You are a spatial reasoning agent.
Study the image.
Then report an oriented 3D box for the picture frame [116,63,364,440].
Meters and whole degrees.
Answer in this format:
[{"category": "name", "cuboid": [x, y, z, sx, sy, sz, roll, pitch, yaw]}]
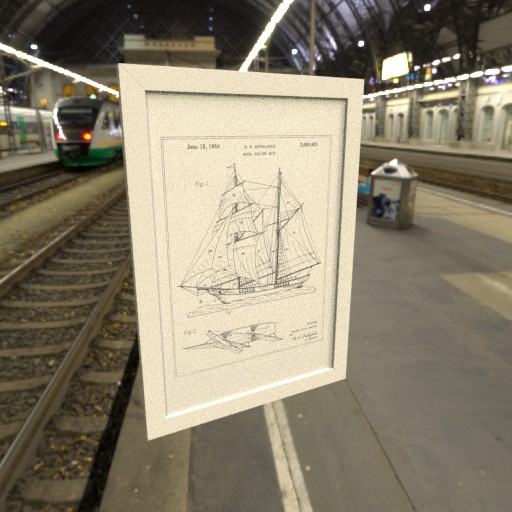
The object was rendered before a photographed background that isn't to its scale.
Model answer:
[{"category": "picture frame", "cuboid": [0.000, 0.000, 0.597, 0.326, 0.459, 0.011, -8, 18, -26]}]
